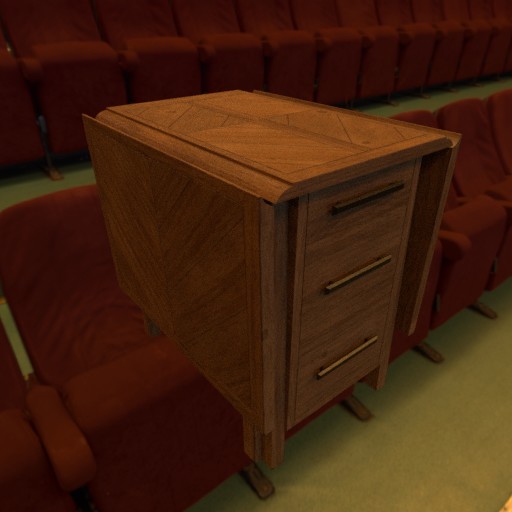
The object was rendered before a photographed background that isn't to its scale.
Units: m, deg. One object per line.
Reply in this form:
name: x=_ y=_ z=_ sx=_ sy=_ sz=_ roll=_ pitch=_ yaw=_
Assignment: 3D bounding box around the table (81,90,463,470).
table: x=0.000 y=0.000 z=1.271 sx=0.591 sy=0.763 sz=0.746 roll=-22 pitch=36 yaw=-33
